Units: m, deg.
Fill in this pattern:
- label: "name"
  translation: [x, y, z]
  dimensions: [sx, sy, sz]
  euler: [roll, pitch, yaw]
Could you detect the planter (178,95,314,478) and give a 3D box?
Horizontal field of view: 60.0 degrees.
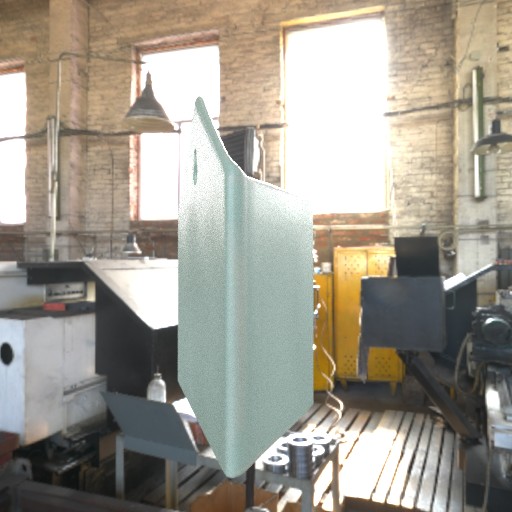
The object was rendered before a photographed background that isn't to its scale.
- label: "planter"
  translation: [0.000, 0.000, 0.284]
  dimensions: [0.079, 0.197, 0.164]
  euler: [0, 0, -17]
